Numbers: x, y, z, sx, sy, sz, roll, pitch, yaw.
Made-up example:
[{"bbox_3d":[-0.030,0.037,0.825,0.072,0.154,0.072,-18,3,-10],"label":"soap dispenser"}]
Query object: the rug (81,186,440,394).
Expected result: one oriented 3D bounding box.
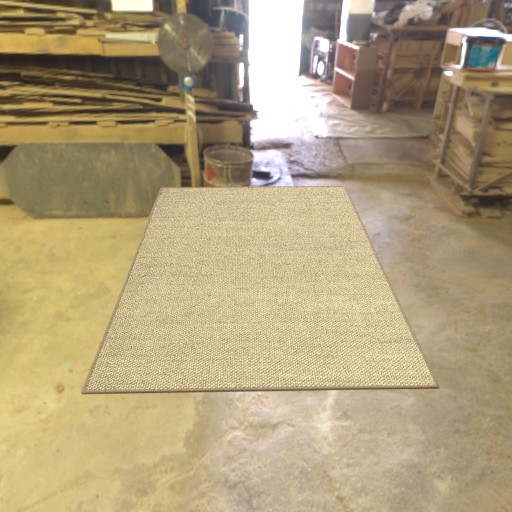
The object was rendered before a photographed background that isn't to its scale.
[{"bbox_3d":[0.000,0.000,2.748,1.517,0.013,2.115,-1,32,-1],"label":"rug"}]
